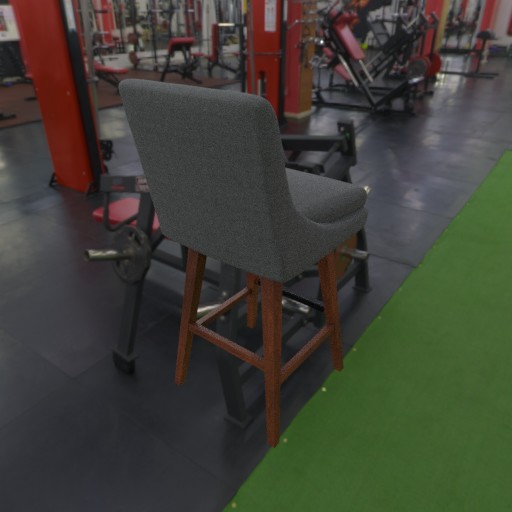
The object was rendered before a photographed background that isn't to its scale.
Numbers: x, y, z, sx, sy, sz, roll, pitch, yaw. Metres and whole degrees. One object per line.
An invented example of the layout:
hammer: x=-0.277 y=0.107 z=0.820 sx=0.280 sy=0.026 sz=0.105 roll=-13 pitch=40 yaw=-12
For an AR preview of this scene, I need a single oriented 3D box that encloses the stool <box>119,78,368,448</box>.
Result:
stool: x=0.000 y=0.000 z=1.274 sx=0.447 sy=0.977 sz=0.524 roll=21 pitch=35 yaw=33
